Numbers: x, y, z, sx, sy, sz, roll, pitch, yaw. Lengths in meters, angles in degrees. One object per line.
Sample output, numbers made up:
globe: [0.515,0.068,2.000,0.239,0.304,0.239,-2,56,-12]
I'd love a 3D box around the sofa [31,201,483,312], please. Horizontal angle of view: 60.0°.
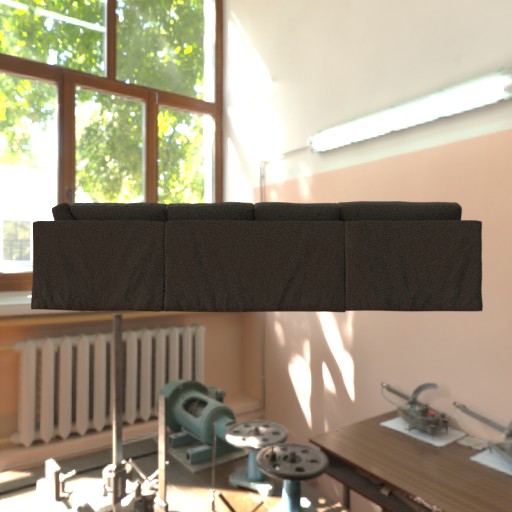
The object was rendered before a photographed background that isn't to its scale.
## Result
sofa: [0.000,0.000,4.596,3.528,0.878,2.476,0,0,0]
